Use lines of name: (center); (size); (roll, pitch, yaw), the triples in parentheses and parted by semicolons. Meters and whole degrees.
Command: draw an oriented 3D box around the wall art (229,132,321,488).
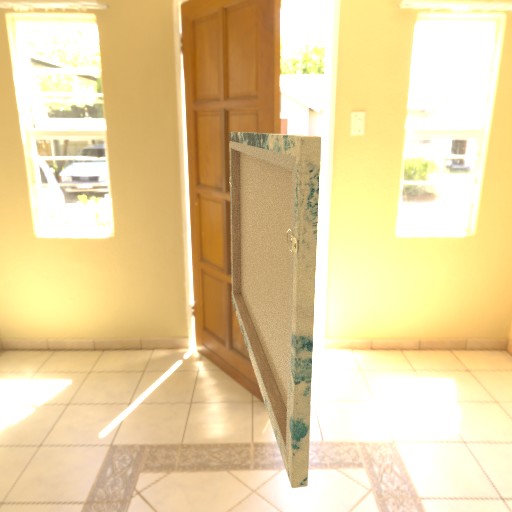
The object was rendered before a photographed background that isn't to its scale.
wall art: (0.000, 0.000, 1.903); (0.055, 1.017, 1.524); (-3, 16, -9)
